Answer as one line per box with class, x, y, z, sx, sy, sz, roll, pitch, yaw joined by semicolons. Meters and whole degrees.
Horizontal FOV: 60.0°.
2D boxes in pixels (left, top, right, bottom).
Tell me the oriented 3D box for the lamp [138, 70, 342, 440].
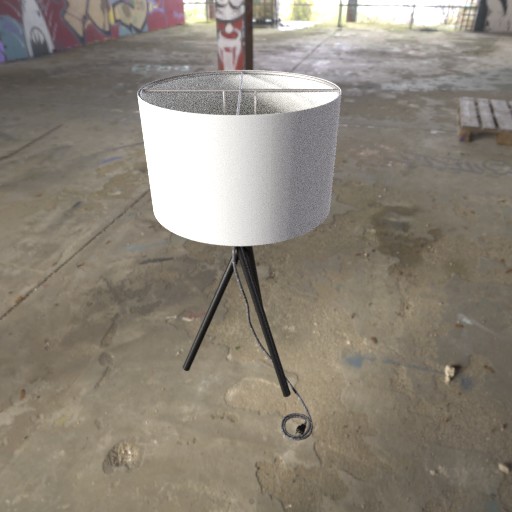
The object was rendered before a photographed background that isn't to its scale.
lamp;0.000;0.000;0.944;0.422;0.674;0.353;21;38;30
